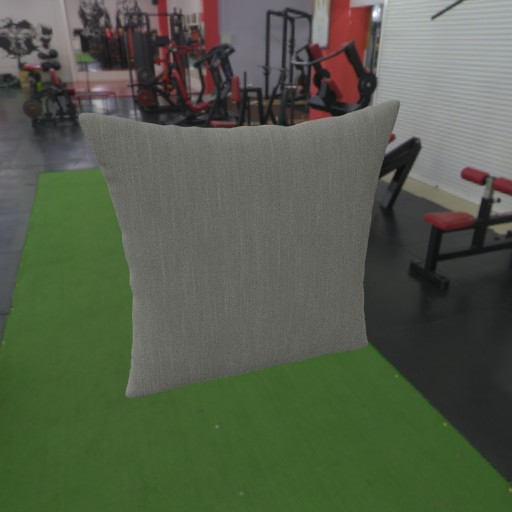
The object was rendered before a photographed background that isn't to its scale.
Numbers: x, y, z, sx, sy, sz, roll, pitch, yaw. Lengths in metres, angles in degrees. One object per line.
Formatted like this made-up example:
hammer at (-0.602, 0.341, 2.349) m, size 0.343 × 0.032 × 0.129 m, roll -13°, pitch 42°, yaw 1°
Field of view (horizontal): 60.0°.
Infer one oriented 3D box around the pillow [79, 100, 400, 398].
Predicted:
pillow at (0.000, 0.000, 0.785) m, size 0.511 × 0.509 × 0.161 m, roll -8°, pitch 27°, yaw -16°
